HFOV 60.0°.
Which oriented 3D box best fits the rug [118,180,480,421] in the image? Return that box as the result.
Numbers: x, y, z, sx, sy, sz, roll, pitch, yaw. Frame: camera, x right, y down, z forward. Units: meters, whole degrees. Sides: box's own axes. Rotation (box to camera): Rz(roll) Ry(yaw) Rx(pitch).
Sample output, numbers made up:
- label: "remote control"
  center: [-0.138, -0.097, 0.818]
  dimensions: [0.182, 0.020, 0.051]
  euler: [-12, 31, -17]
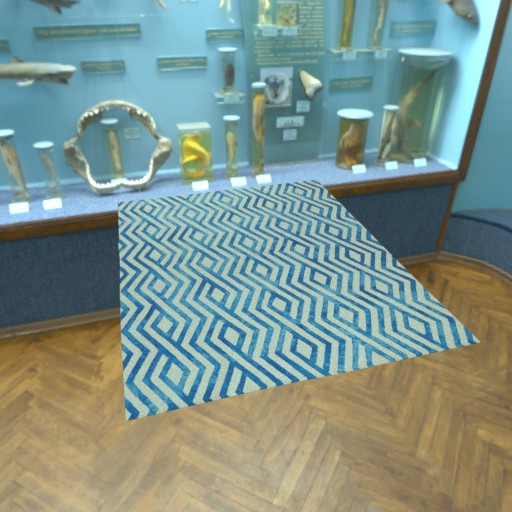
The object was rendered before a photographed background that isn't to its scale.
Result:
- label: "rug"
  center: [0.000, 0.000, 4.108]
  dimensions: [2.453, 0.008, 3.059]
  euler: [-9, 33, -13]
